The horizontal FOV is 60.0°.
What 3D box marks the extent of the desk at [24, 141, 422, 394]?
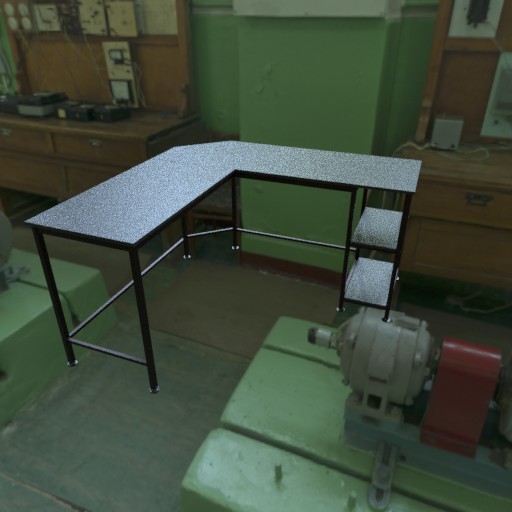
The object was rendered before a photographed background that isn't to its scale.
[{"bbox_3d":[0.000,0.000,2.228,1.379,0.739,1.379,11,31,19],"label":"desk"}]
